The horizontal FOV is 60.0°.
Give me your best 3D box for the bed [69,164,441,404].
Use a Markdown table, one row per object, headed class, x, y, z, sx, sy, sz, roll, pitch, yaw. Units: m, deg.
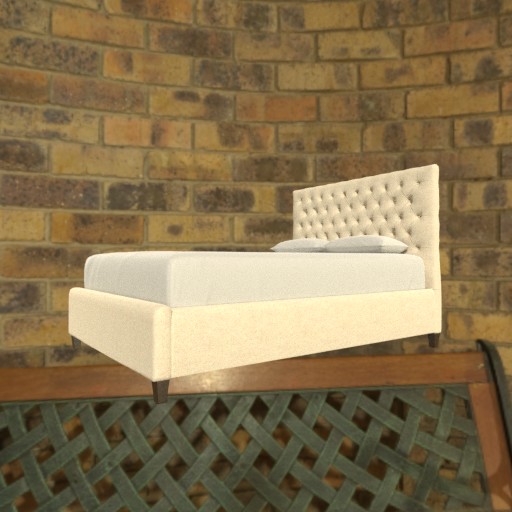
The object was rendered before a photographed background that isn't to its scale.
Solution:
| class | x | y | z | sx | sy | sz | roll | pitch | yaw |
| --- | --- | --- | --- | --- | --- | --- | --- | --- | --- |
| bed | 0.000 | 0.000 | 3.452 | 2.387 | 1.427 | 1.698 | 0 | 0 | -36 |
